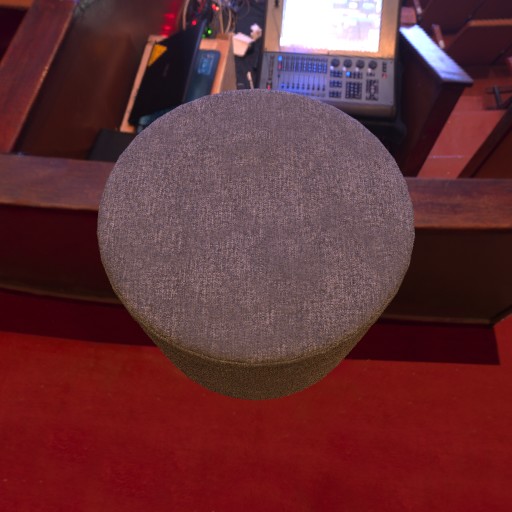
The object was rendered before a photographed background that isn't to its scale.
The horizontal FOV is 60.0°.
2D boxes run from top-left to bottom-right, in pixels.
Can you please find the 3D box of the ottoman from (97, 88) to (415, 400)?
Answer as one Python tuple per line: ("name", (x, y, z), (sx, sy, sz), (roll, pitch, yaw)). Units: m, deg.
("ottoman", (0.000, 0.000, 0.867), (0.500, 0.419, 0.500), (0, 65, 0))
